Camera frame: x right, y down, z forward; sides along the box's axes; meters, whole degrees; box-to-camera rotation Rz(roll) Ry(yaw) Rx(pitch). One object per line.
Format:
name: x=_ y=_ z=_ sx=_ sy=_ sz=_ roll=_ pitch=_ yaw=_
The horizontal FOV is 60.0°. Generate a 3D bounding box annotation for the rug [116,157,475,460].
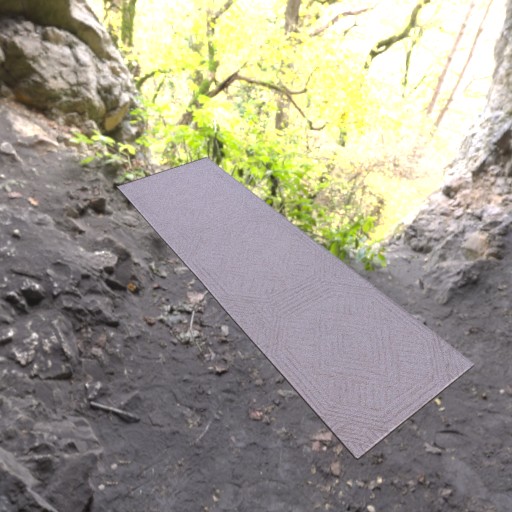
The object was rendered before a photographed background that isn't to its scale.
rug: x=0.000 y=0.000 z=2.656 sx=0.775 sy=0.012 sz=2.452 roll=-25 pitch=47 yaw=-26
